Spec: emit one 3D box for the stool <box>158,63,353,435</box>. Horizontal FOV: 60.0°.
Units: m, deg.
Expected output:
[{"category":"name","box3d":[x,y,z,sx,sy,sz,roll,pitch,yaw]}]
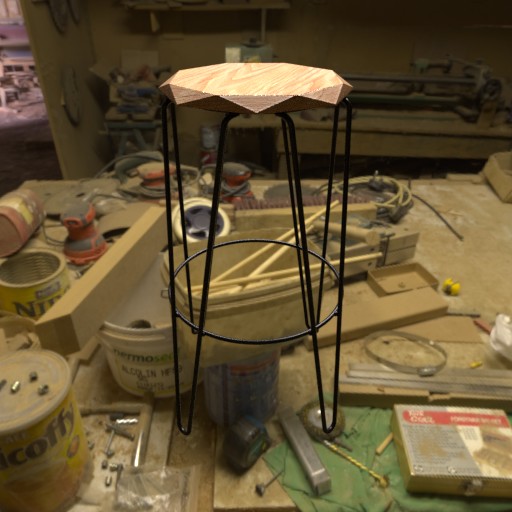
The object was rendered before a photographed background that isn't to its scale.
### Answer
[{"category":"stool","box3d":[0.000,0.000,0.799,0.326,0.610,0.326,0,32,0]}]
